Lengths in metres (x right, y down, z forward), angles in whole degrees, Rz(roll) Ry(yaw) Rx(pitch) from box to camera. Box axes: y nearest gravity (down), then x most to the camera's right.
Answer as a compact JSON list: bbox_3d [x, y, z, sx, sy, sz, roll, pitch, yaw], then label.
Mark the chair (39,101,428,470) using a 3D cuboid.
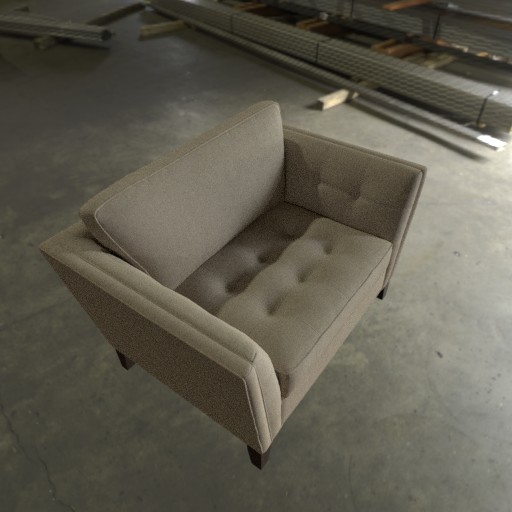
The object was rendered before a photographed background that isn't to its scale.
[{"bbox_3d":[0.000,0.000,2.016,0.965,0.940,1.397,26,47,27],"label":"chair"}]
